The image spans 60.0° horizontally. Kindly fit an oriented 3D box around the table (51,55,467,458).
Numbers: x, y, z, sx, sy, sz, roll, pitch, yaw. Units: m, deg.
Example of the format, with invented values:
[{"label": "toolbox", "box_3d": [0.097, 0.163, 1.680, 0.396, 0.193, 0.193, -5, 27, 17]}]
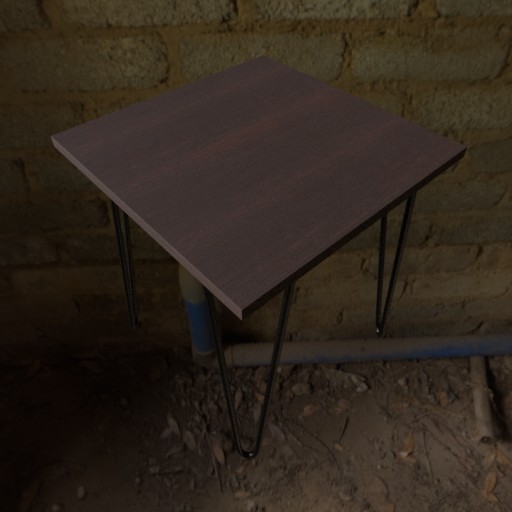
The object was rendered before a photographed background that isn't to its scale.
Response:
[{"label": "table", "box_3d": [0.000, 0.000, 0.946, 0.495, 0.559, 0.495, -34, 55, -28]}]
